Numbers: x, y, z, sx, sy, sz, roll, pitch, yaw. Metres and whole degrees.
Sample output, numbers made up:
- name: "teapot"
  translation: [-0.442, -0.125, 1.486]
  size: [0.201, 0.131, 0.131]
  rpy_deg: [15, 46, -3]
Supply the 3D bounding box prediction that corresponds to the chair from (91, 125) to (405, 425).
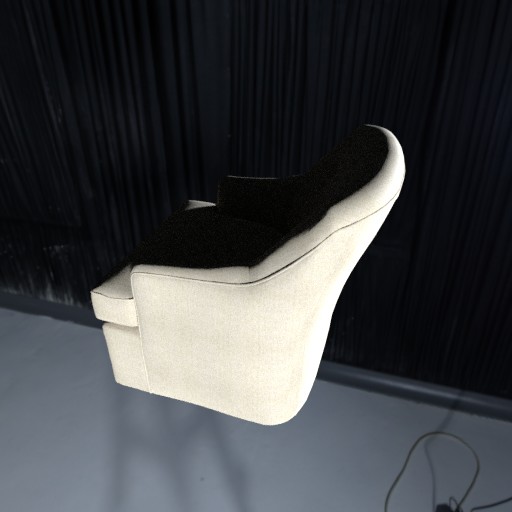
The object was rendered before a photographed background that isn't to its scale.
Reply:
- name: "chair"
  translation: [0.000, 0.000, 1.621]
  size: [0.923, 0.856, 0.864]
  rpy_deg: [9, 32, 14]
